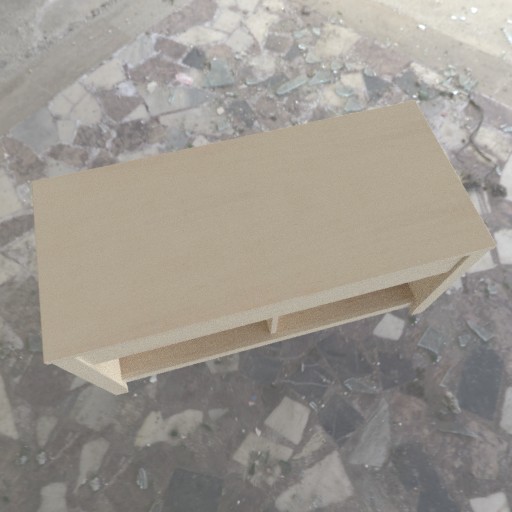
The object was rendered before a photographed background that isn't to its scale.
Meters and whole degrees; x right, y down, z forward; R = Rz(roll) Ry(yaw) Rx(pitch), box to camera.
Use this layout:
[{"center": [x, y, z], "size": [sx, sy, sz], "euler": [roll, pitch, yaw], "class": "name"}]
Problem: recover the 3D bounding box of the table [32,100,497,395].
[{"center": [0.000, 0.000, 1.267], "size": [1.016, 0.483, 0.457], "euler": [-14, 66, -6], "class": "table"}]
